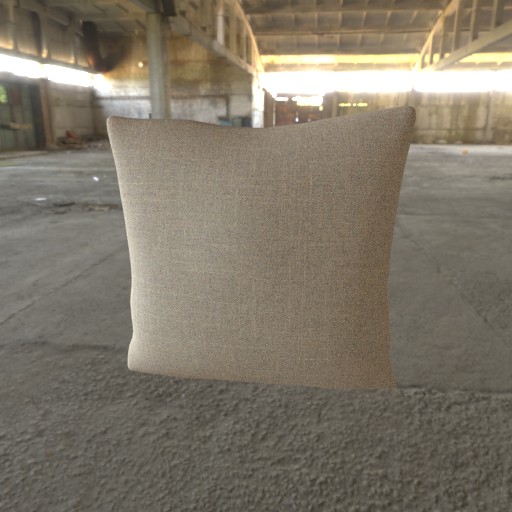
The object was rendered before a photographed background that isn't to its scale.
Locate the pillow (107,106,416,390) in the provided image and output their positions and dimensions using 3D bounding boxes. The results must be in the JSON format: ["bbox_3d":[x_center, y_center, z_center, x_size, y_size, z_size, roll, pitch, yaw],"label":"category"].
[{"bbox_3d":[0.000,0.000,0.875,0.578,0.558,0.192,2,17,8],"label":"pillow"}]
